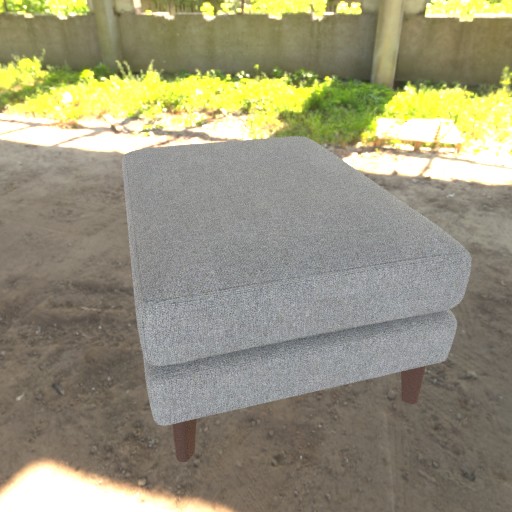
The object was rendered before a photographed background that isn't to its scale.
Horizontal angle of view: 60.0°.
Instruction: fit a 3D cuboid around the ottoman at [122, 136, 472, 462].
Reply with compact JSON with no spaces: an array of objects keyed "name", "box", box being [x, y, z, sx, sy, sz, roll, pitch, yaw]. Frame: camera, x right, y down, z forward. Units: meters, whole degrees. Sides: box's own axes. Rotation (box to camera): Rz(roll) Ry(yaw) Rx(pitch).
[{"name":"ottoman","box":[0.000,0.000,1.147,0.611,0.441,0.821,-8,31,-14]}]
